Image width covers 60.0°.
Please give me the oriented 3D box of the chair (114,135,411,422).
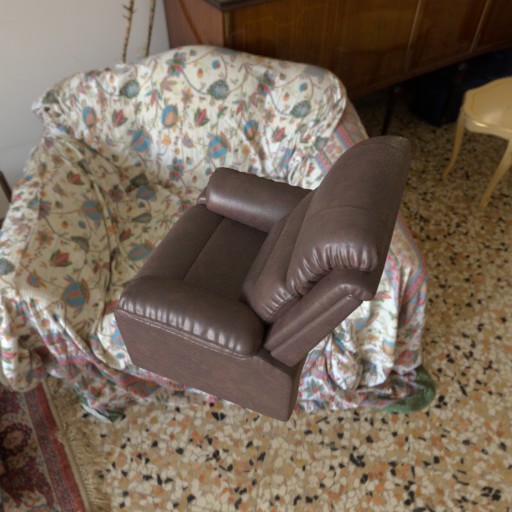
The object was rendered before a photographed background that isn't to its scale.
[{"bbox_3d":[0.000,0.000,1.714,0.919,0.992,0.855,16,49,14],"label":"chair"}]
